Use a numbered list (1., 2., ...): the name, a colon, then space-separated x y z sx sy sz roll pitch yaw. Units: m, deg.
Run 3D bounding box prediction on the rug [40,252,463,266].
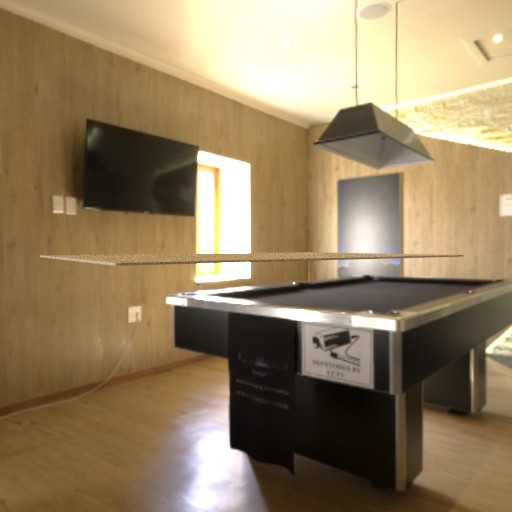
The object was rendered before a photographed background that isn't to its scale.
1. rug: 0.000 0.000 2.185 1.753 0.008 1.143 -1 2 -35
